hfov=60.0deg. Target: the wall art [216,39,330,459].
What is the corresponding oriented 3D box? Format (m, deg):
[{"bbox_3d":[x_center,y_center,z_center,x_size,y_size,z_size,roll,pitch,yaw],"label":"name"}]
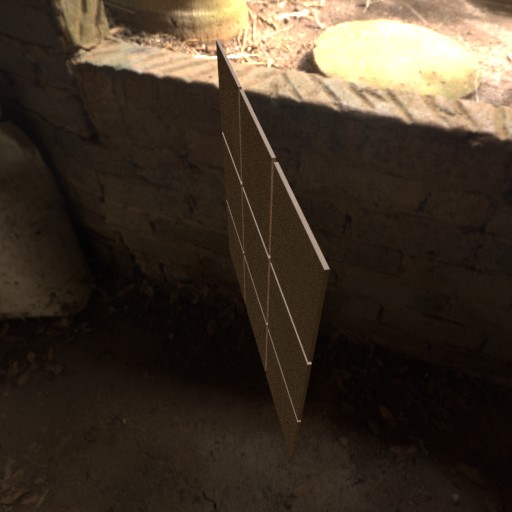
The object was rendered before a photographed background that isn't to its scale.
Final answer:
[{"bbox_3d":[0.000,0.000,1.789,0.013,1.218,1.219,-11,49,-10],"label":"wall art"}]
